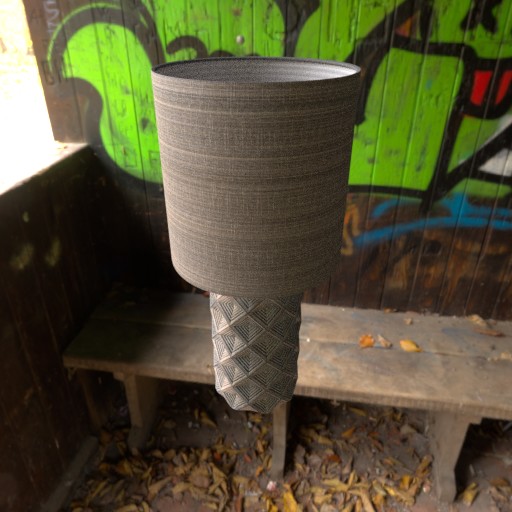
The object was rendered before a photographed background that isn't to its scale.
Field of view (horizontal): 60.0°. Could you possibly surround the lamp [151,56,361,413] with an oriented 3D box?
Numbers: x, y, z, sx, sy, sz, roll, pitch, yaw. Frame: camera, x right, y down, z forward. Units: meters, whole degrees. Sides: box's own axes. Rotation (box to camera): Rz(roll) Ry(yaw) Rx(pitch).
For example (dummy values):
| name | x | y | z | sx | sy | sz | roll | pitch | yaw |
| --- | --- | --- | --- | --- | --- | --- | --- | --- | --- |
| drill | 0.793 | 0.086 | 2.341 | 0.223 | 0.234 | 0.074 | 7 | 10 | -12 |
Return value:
| name | x | y | z | sx | sy | sz | roll | pitch | yaw |
| --- | --- | --- | --- | --- | --- | --- | --- | --- | --- |
| lamp | 0.000 | 0.000 | 0.716 | 0.269 | 0.566 | 0.268 | -10 | 31 | -17 |
